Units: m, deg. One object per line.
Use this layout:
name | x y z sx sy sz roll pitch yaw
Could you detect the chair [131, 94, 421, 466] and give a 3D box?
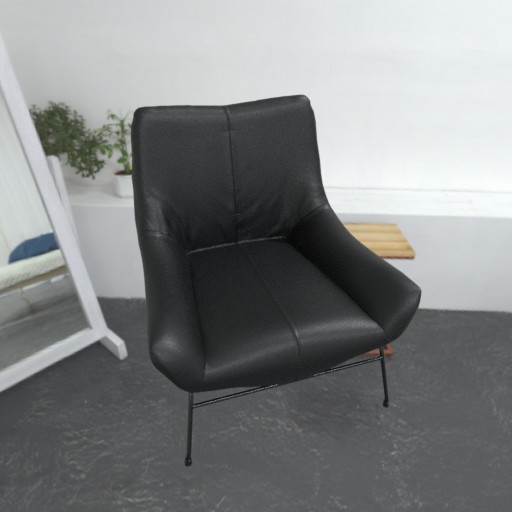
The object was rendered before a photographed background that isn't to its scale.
chair | 0.000 0.000 1.572 0.836 0.922 0.826 -10 33 -16
